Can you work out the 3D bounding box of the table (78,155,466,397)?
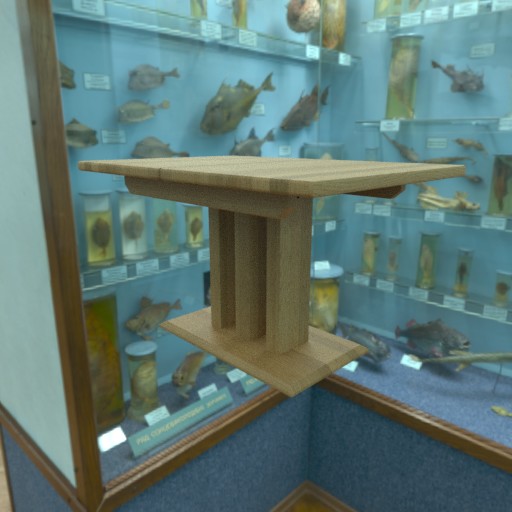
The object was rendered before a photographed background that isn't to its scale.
[{"bbox_3d":[0.000,0.000,1.871,0.900,0.770,1.300,-14,20,-42],"label":"table"}]
